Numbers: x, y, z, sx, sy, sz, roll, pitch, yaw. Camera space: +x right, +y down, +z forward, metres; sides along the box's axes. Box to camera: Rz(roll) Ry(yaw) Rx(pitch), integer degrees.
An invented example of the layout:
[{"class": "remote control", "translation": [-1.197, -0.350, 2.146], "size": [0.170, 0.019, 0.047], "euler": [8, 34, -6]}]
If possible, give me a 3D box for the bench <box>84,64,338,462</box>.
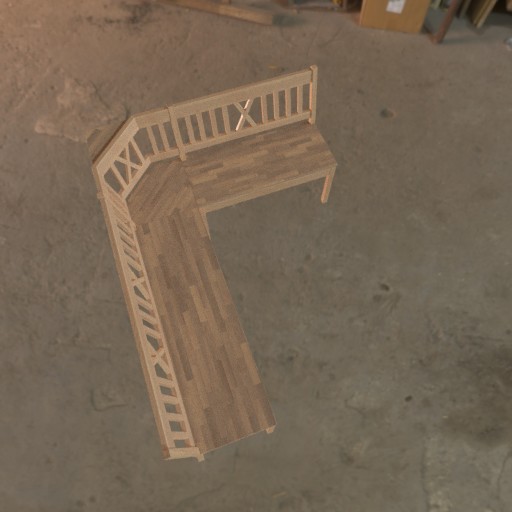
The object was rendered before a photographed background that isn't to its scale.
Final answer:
[{"class": "bench", "translation": [0.000, 0.000, 2.773], "size": [1.537, 0.902, 1.937], "euler": [-18, 65, -9]}]
